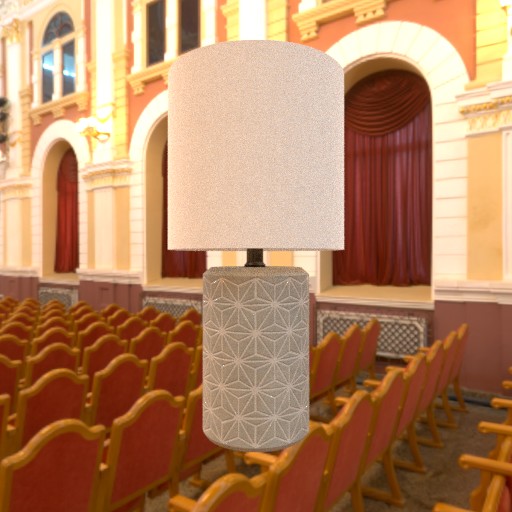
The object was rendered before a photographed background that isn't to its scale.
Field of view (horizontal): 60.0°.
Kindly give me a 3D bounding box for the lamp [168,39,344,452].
[{"bbox_3d":[0.000,0.000,0.528,0.206,0.416,0.206,0,0,36],"label":"lamp"}]
